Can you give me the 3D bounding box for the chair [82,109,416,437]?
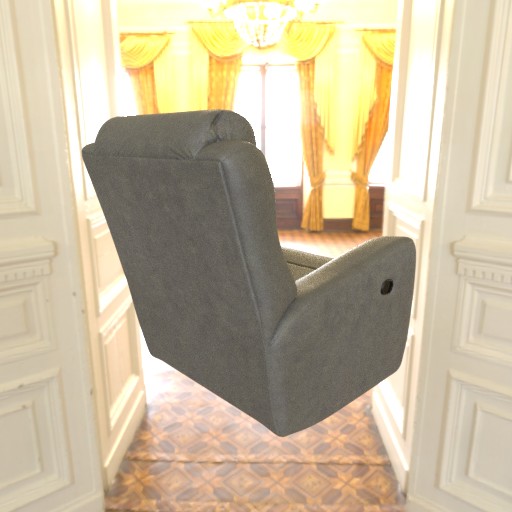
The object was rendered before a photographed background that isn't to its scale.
[{"bbox_3d":[0.000,0.000,1.865,1.068,1.116,0.965,-14,20,-42],"label":"chair"}]
